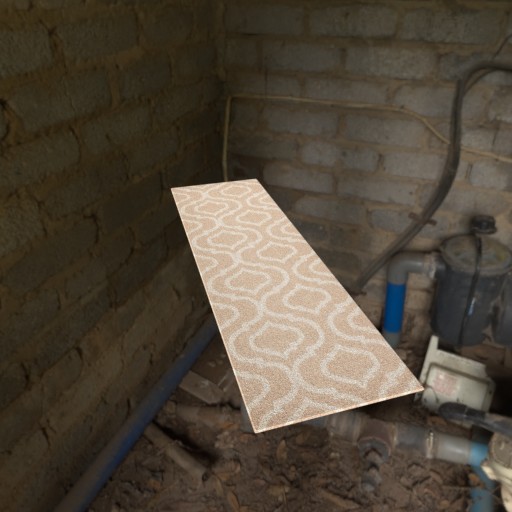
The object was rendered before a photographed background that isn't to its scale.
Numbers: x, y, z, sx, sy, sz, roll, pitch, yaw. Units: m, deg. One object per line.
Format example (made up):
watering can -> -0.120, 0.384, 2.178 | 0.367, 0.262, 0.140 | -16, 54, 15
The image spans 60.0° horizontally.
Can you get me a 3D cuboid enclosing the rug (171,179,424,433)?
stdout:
rug -> 0.000, 0.000, 2.579 | 0.691, 0.013, 2.289 | -9, 32, -14
